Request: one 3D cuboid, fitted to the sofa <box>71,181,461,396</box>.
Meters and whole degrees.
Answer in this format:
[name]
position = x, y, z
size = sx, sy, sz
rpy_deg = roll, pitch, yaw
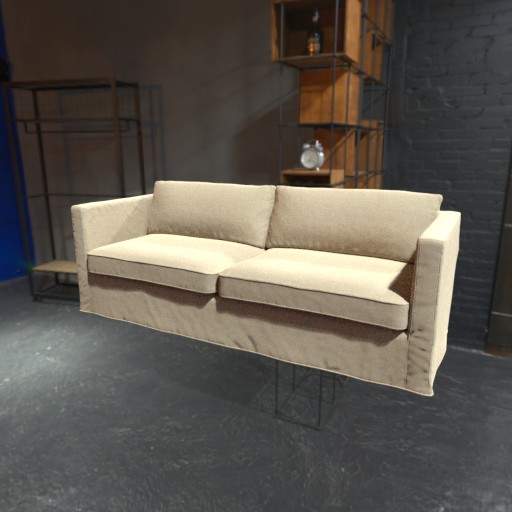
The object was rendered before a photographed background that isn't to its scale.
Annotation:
[sofa]
position = 0.000, 0.000, 2.823
size = 2.312, 0.853, 0.962
rpy_deg = 7, 16, 27
